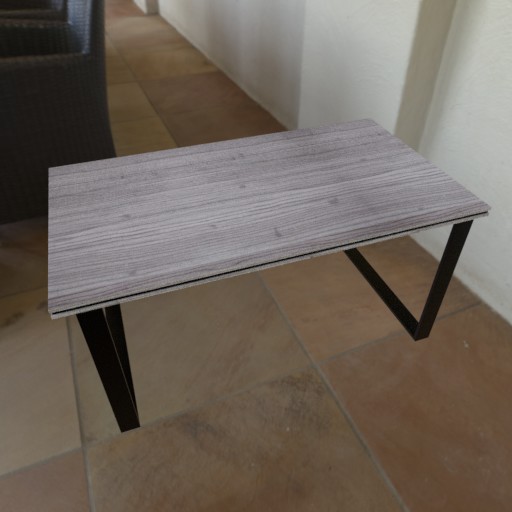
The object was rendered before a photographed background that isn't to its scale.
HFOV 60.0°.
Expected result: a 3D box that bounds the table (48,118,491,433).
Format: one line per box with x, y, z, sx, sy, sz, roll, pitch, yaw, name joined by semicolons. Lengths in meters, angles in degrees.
0.000;0.000;2.029;1.579;0.736;0.881;-13;42;-15;table
